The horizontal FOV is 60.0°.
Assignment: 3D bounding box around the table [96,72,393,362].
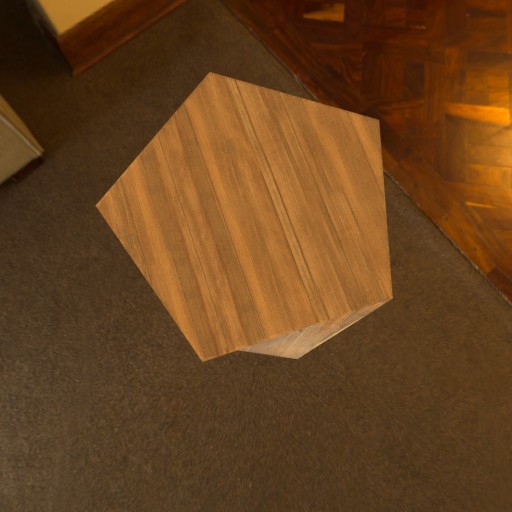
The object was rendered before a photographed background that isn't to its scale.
[{"bbox_3d":[0.000,0.000,0.903,0.441,0.604,0.425,2,76,0],"label":"table"}]
